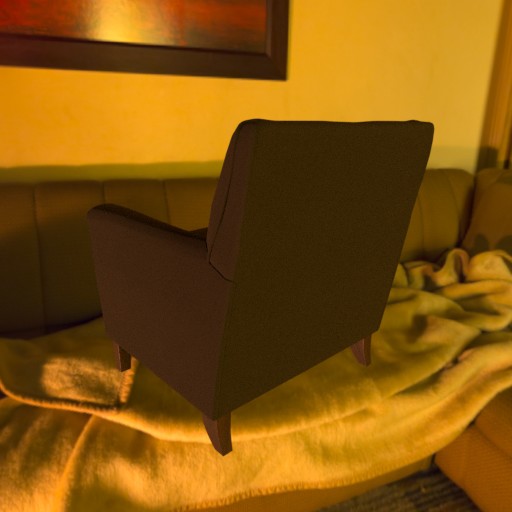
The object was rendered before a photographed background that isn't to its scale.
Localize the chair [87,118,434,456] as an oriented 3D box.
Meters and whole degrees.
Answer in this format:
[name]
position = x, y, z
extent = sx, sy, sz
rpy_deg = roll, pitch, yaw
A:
[chair]
position = 0.000, 0.000, 1.547
extent = 0.836, 0.911, 0.831
rpy_deg = -15, 22, -41
